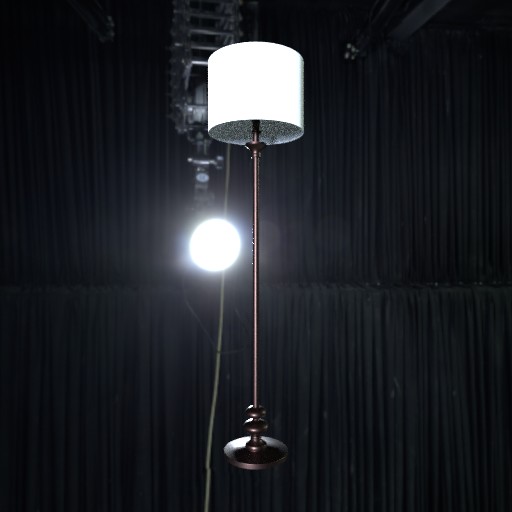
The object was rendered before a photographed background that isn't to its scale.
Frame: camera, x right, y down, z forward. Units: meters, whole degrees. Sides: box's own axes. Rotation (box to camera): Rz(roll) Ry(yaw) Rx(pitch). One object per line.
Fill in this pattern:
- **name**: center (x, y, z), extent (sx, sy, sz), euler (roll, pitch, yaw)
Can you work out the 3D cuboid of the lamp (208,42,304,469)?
- **lamp**: center (0.000, 0.000, 1.664), extent (0.356, 1.487, 0.356), euler (0, 0, -18)
